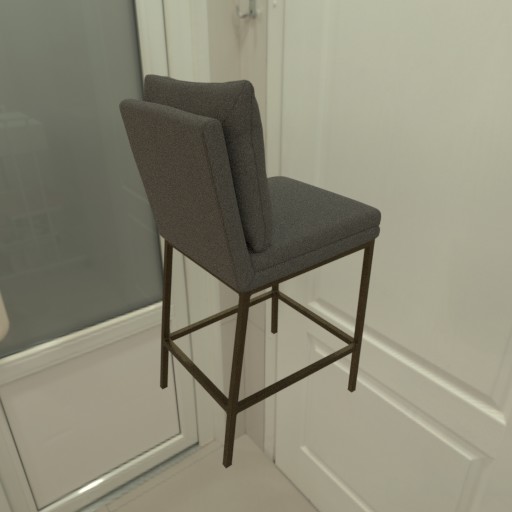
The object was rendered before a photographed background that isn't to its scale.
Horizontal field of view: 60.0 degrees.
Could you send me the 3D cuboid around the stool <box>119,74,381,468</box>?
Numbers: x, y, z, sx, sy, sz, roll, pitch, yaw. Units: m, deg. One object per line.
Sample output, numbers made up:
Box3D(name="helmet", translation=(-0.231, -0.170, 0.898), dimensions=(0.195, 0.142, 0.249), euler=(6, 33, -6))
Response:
Box3D(name="stool", translation=(0.000, 0.000, 1.332), dimensions=(0.569, 1.030, 0.463), euler=(-19, 32, -33))
